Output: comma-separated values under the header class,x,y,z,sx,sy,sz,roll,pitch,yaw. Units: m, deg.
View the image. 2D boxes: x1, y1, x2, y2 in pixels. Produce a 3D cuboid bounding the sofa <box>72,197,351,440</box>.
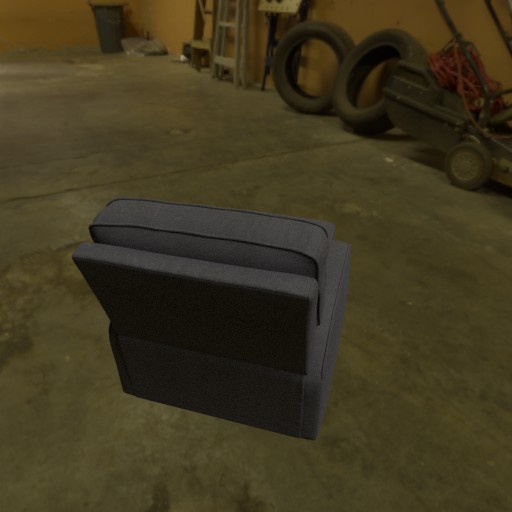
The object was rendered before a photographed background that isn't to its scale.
class,x,y,z,sx,sy,sz,roll,pitch,yaw
sofa,0.000,0.000,2.039,0.861,0.959,1.472,9,32,14
